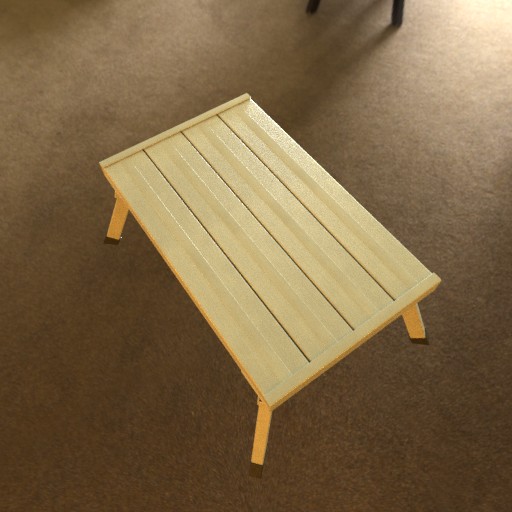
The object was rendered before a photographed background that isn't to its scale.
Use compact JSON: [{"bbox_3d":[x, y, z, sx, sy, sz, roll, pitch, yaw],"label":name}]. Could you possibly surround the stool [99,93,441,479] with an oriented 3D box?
[{"bbox_3d":[0.000,0.000,0.736,0.385,0.225,0.535,-31,64,-17],"label":"stool"}]
